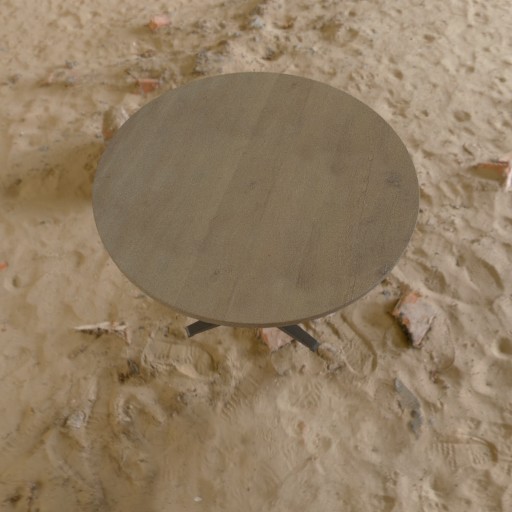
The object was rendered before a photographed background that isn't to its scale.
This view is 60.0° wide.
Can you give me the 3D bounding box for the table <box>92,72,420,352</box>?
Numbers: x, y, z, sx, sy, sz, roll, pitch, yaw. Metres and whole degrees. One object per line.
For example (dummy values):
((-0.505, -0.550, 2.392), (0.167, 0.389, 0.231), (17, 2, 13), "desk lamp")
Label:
((0.000, 0.000, 1.431), (0.800, 0.780, 0.800), (0, 58, 0), "table")
